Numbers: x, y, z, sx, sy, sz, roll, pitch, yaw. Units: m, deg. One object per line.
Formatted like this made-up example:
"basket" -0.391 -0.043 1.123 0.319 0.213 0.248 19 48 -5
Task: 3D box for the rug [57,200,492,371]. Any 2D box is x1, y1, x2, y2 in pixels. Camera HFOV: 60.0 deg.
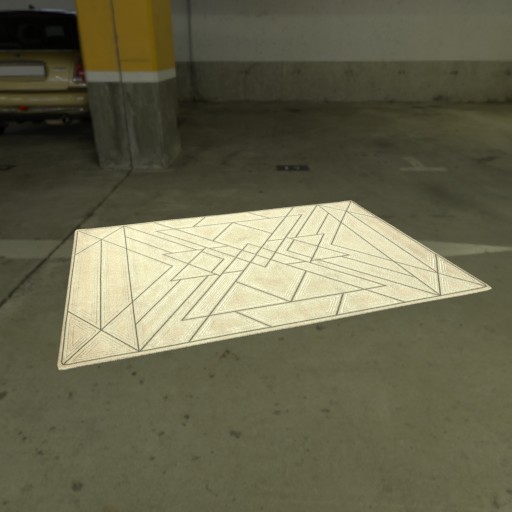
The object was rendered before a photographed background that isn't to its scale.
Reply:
"rug" 0.000 0.000 4.270 3.381 0.026 2.436 -8 27 -16
